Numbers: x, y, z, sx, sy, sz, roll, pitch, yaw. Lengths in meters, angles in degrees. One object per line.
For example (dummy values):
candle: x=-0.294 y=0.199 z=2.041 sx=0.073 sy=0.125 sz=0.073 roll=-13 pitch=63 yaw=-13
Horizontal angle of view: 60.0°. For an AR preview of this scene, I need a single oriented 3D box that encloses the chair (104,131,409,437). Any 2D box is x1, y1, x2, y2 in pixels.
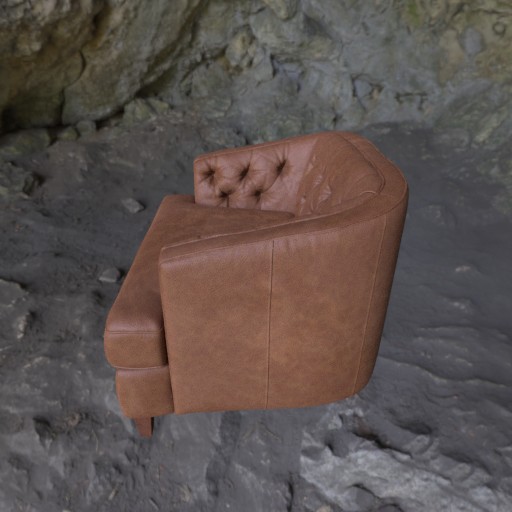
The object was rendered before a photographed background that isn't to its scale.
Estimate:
chair: x=0.000 y=0.000 z=1.742 sx=0.911 sy=0.836 sz=1.119 roll=-1 pitch=27 yaw=-1
